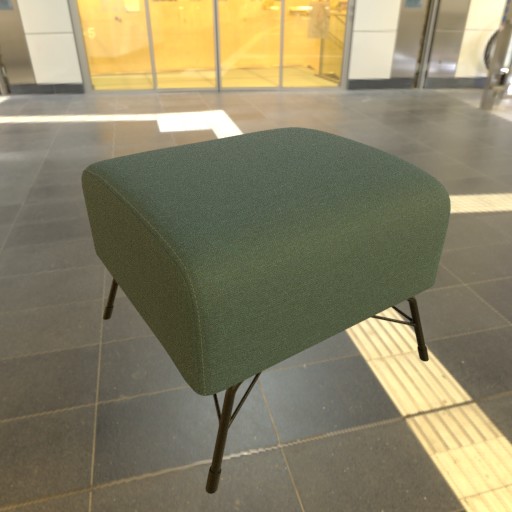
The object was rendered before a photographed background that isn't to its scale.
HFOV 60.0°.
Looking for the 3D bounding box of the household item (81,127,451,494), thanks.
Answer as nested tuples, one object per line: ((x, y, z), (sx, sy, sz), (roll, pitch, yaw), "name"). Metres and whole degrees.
((0.000, 0.000, 0.888), (0.530, 0.420, 0.530), (-19, 35, -29), "household item")
